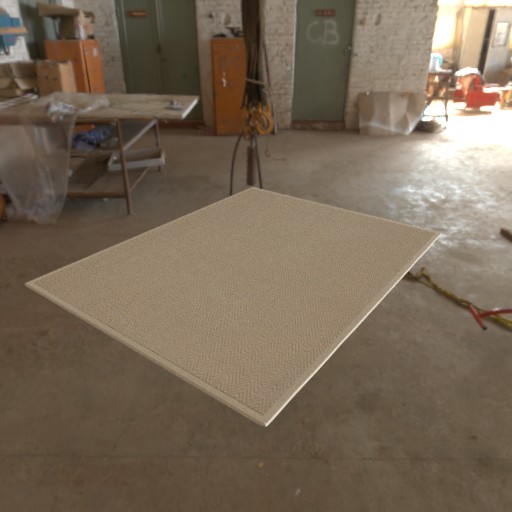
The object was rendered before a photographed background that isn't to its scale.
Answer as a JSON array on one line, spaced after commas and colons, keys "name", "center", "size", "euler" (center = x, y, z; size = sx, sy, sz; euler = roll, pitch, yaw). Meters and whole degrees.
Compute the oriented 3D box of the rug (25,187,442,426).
[{"name": "rug", "center": [0.000, 0.000, 4.020], "size": [2.407, 0.020, 3.051], "euler": [19, 33, 32]}]
